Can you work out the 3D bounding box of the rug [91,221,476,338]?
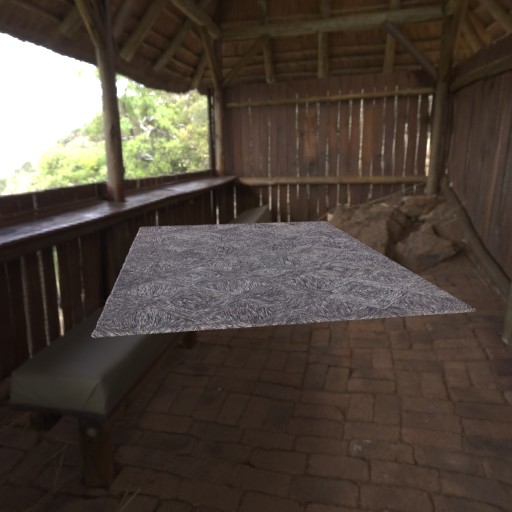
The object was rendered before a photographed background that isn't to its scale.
[{"bbox_3d":[0.000,0.000,4.254,2.448,0.017,3.204,-2,15,-9],"label":"rug"}]
